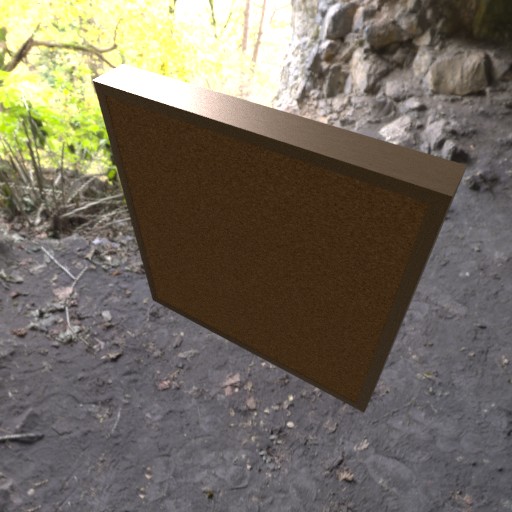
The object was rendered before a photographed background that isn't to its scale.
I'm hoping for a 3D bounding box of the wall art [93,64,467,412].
[{"bbox_3d":[0.000,0.000,0.447,0.304,0.305,0.038,24,51,21],"label":"wall art"}]
